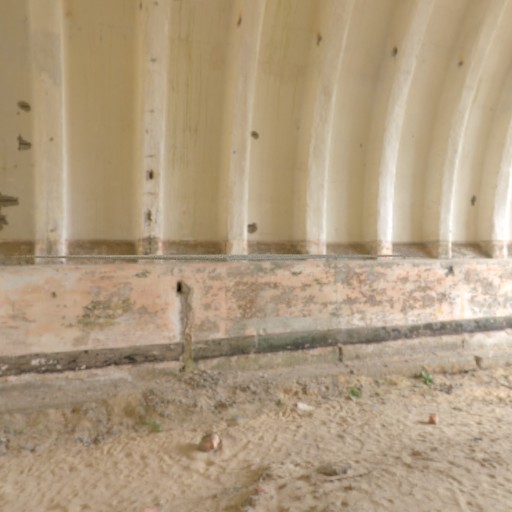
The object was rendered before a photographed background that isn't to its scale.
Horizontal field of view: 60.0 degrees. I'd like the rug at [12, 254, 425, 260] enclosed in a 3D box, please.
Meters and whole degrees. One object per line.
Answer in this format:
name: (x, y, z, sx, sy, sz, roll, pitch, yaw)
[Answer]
rug: (0.000, 0.000, 2.944, 1.515, 0.010, 2.430, 0, 1, 36)
